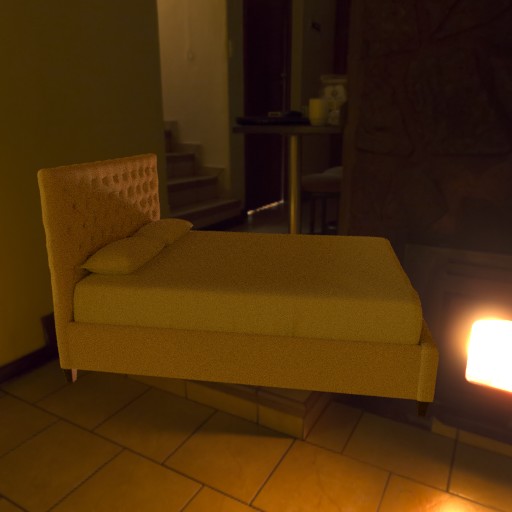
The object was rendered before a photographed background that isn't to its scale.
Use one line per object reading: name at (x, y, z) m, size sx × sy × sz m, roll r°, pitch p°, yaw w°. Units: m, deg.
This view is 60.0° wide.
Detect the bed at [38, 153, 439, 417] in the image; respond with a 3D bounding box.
bed at (0.000, 0.000, 3.400) m, size 2.387 × 1.427 × 1.698 m, roll 3°, pitch 16°, yaw 9°
